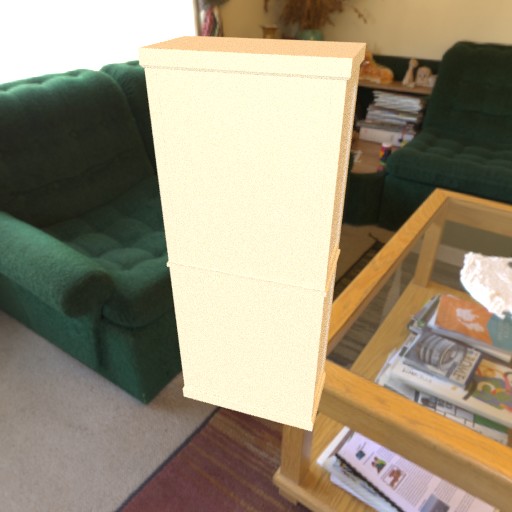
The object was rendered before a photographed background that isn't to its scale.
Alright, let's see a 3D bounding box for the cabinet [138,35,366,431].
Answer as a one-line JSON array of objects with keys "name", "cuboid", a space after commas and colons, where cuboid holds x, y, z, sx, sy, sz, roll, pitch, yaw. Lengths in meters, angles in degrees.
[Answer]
[{"name": "cabinet", "cuboid": [0.000, 0.000, 2.112, 0.754, 1.829, 0.390, 10, 34, 15]}]
